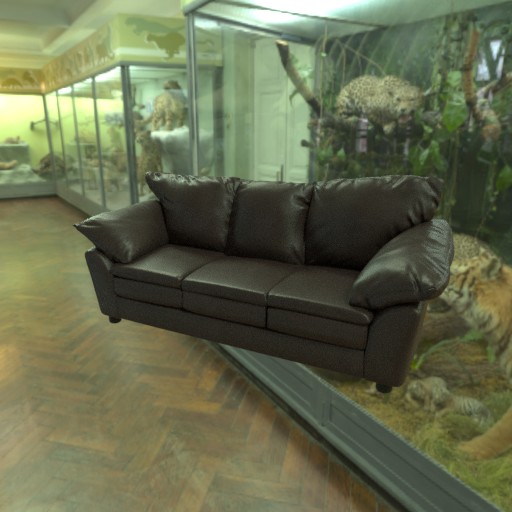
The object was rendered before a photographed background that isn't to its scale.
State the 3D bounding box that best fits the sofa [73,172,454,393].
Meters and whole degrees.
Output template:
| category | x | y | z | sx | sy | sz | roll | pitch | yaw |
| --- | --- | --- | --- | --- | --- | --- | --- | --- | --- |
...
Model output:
| category | x | y | z | sx | sy | sz | roll | pitch | yaw |
| --- | --- | --- | --- | --- | --- | --- | --- | --- | --- |
| sofa | 0.000 | 0.000 | 2.932 | 2.390 | 1.091 | 0.907 | 8 | 18 | 26 |
